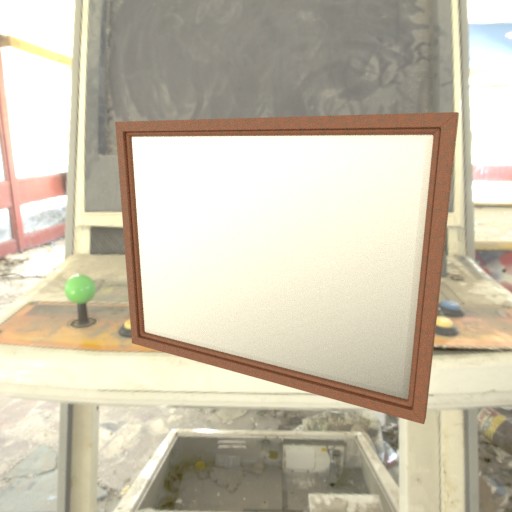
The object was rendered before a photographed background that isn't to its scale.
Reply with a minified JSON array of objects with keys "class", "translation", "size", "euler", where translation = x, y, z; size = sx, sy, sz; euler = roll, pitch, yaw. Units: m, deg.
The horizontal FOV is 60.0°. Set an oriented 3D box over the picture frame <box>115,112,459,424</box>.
[{"class":"picture frame","translation":[0.000,0.000,1.712],"size":[1.329,1.018,0.045],"euler":[8,16,27]}]
